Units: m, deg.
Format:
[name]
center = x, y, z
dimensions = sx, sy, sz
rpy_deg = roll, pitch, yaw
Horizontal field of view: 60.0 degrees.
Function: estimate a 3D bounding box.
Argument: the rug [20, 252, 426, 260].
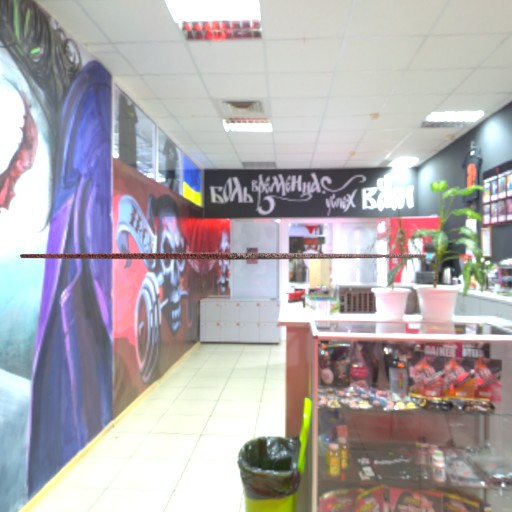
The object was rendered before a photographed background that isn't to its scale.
[rug]
center = 0.000, 0.000, 3.424
dimensions = 1.778, 0.030, 2.743
rpy_deg = 0, 0, 37
